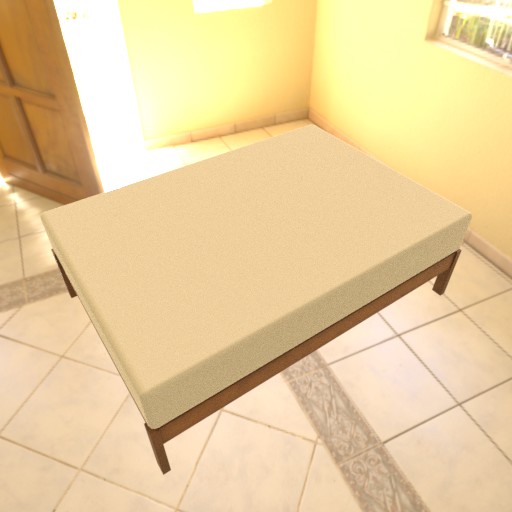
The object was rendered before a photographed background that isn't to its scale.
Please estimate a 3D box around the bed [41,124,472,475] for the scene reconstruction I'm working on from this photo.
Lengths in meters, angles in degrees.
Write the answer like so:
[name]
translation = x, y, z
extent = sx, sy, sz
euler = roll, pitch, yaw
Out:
[bed]
translation = 0.000, 0.000, 2.569
extent = 1.927, 0.616, 1.348
euler = -25, 47, -25
